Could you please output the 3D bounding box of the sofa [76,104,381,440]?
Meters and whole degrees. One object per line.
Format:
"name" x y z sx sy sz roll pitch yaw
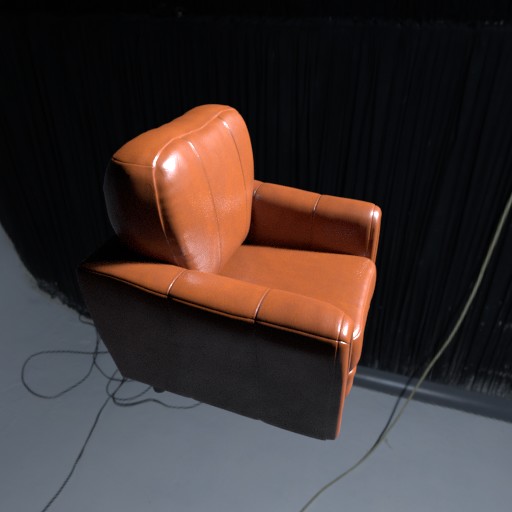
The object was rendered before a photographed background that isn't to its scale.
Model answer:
"sofa" 0.000 0.000 1.499 0.789 0.876 0.836 10 33 16
